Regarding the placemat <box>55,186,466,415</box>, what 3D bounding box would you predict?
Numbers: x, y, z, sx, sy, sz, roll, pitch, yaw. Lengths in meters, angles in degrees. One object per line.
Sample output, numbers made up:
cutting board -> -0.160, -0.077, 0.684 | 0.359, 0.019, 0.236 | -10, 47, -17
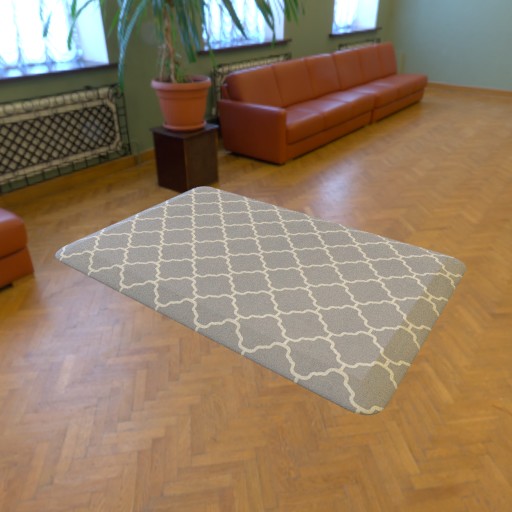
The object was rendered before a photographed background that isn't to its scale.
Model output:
placemat -> 0.000, 0.000, 0.956 | 0.762, 0.021, 0.508 | 20, 36, 30
